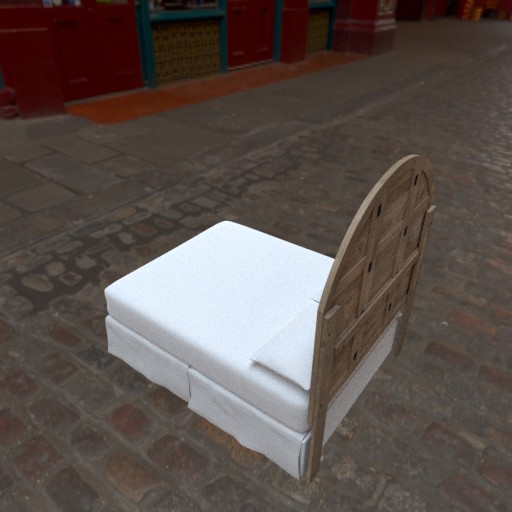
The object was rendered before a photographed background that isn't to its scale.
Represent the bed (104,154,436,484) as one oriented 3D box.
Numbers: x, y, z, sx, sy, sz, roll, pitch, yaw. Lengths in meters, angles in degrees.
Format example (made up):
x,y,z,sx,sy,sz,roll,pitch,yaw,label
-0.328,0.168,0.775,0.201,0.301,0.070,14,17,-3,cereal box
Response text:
x,y,z,sx,sy,sz,roll,pitch,yaw,label
0.000,0.000,3.495,2.112,2.002,1.713,22,38,31,bed
